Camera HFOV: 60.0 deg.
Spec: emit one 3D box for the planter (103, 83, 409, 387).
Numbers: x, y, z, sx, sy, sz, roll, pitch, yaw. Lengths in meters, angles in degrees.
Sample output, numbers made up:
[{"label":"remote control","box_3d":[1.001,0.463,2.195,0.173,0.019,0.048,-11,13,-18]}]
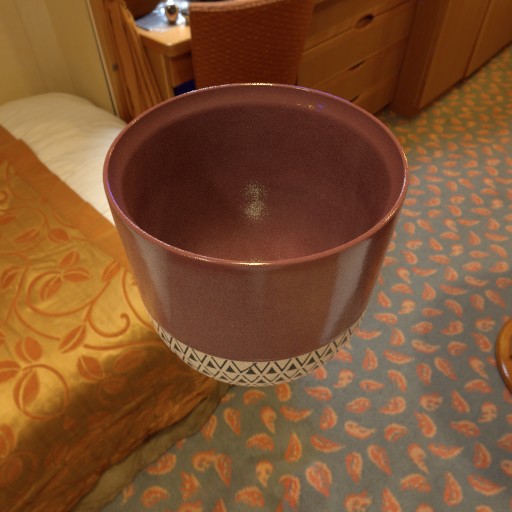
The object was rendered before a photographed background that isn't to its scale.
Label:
[{"label":"planter","box_3d":[0.000,0.000,0.492,0.266,0.270,0.266,0,47,0]}]
